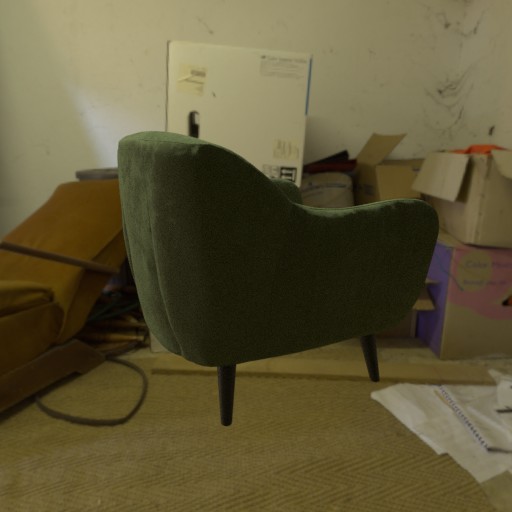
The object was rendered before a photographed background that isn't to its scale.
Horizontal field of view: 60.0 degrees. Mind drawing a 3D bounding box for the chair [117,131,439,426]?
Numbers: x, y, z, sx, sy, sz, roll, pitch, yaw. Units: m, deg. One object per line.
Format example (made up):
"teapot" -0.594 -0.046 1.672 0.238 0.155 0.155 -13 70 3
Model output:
"chair" 0.000 0.000 1.499 0.819 0.804 0.840 -7 16 -25
